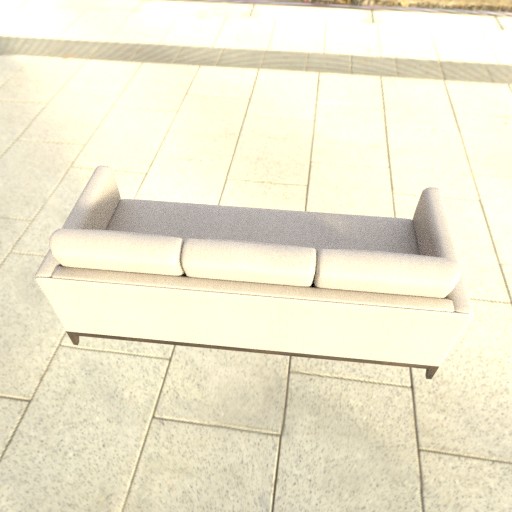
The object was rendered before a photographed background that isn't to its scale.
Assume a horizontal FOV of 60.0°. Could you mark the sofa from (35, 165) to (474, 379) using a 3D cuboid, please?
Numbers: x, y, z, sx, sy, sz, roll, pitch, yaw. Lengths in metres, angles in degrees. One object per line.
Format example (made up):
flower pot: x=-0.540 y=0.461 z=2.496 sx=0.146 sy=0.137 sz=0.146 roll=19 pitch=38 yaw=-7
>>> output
sofa: x=0.000 y=0.000 z=2.670 sx=2.210 sy=0.838 sz=0.959 roll=5 pitch=48 yaw=4
